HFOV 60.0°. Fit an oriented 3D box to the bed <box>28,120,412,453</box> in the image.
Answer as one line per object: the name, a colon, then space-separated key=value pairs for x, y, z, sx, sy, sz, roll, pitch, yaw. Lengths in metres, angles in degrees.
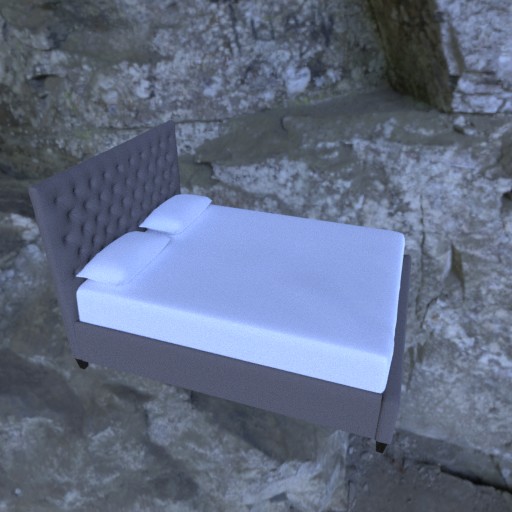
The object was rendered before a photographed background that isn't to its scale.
bed: x=0.000 y=0.000 z=3.256 sx=2.233 sy=1.426 sz=1.696 roll=10 pitch=32 yaw=16
